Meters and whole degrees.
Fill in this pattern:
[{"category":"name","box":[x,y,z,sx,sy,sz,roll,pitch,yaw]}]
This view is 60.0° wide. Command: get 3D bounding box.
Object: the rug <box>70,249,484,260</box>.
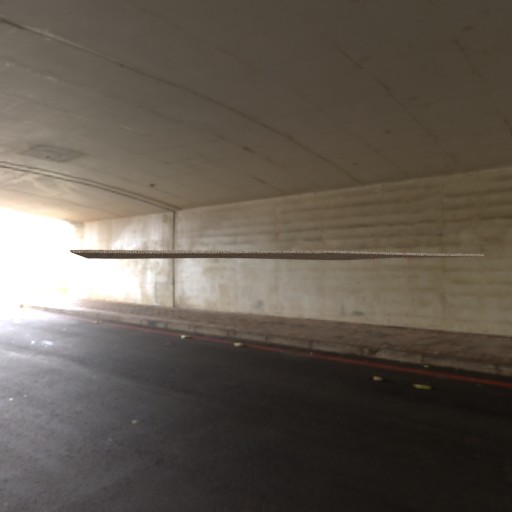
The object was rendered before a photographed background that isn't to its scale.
[{"category":"rug","box":[0.000,0.000,5.112,3.778,0.053,2.873,0,-1,-18]}]
